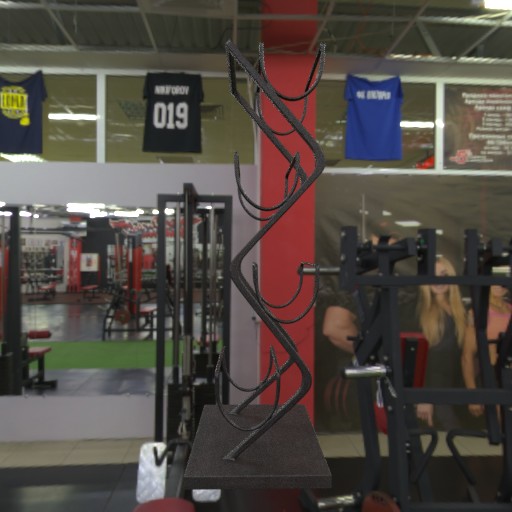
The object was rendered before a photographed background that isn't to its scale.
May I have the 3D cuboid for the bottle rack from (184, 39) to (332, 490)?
[{"bbox_3d":[0.000,0.000,0.657,0.178,0.559,0.254,0,0,-1],"label":"bottle rack"}]
